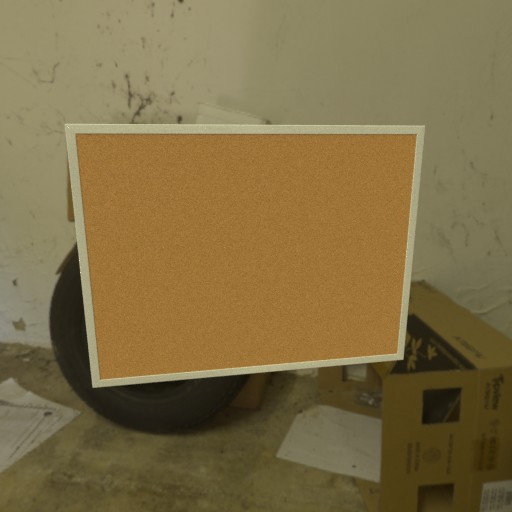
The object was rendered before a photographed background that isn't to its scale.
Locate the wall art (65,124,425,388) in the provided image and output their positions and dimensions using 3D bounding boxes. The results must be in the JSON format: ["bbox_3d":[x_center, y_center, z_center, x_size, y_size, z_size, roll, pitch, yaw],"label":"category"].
[{"bbox_3d":[0.000,0.000,1.391,1.041,0.787,0.053,-3,15,-10],"label":"wall art"}]
